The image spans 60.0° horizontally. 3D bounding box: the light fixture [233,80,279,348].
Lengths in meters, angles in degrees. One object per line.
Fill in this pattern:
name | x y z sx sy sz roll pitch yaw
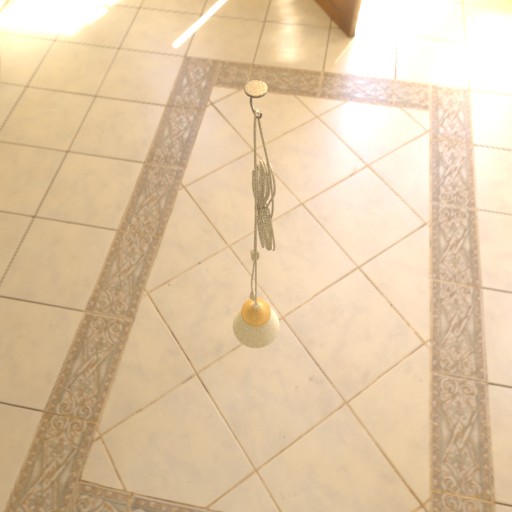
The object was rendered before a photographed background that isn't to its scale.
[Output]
light fixture | 0.000 0.000 1.027 0.153 0.966 0.153 1 62 0
